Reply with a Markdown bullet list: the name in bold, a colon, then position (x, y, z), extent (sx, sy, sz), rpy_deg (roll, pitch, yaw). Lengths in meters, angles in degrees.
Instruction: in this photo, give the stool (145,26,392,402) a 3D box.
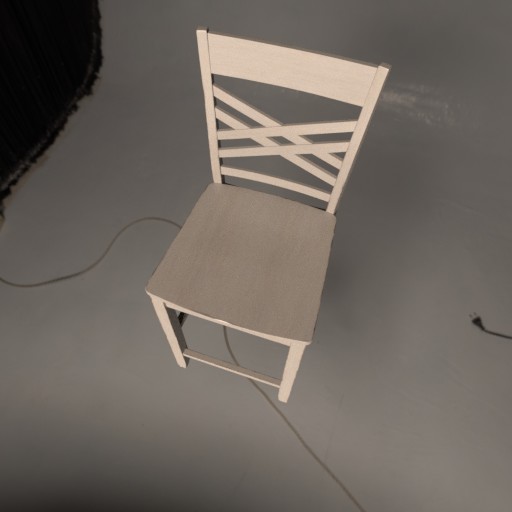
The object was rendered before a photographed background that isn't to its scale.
- **stool**: position (0.000, 0.000, 1.348), extent (0.462, 1.079, 0.539), rpy_deg (16, 60, 10)
